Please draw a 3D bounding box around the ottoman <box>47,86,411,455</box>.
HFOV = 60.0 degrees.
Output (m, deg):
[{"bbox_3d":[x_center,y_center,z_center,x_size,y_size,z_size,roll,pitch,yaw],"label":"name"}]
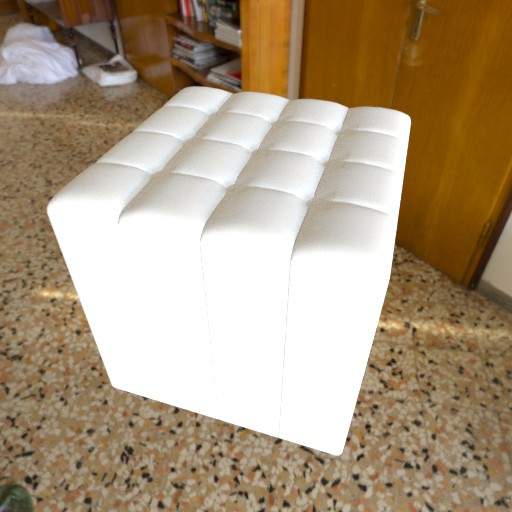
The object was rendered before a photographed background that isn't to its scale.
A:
[{"bbox_3d":[0.000,0.000,0.786,0.425,0.432,0.425,12,42,13],"label":"ottoman"}]
